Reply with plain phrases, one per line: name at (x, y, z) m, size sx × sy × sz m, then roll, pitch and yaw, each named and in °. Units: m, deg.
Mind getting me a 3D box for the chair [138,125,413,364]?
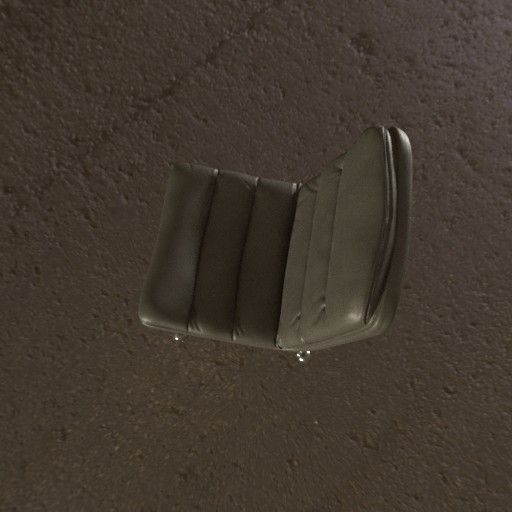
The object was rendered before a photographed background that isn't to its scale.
chair at (0.000, 0.000, 1.034) m, size 0.485 × 0.738 × 0.422 m, roll 9°, pitch 75°, yaw 2°
